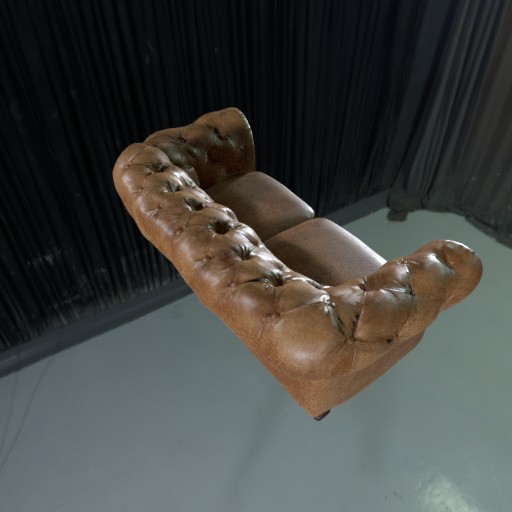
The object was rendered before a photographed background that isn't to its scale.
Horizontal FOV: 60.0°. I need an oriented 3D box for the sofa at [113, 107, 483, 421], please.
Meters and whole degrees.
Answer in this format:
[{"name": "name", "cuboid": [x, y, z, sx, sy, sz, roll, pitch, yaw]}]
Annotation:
[{"name": "sofa", "cuboid": [0.000, 0.000, 2.484, 1.042, 0.877, 1.979, -26, 48, -26]}]
